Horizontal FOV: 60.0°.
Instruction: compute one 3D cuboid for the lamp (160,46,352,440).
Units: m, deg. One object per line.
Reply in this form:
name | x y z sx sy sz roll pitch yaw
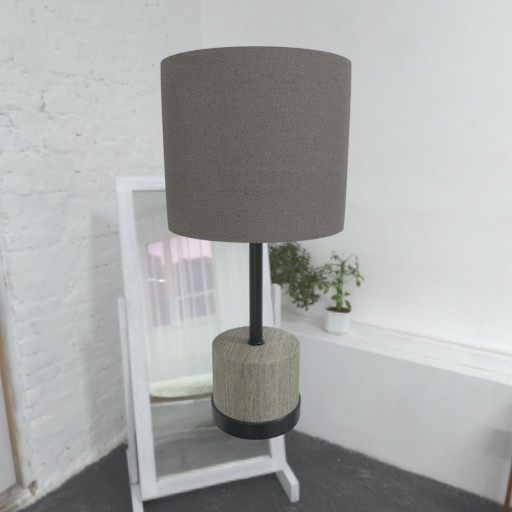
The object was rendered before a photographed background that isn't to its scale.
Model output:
lamp | 0.000 0.000 0.591 0.229 0.470 0.229 2 14 10
